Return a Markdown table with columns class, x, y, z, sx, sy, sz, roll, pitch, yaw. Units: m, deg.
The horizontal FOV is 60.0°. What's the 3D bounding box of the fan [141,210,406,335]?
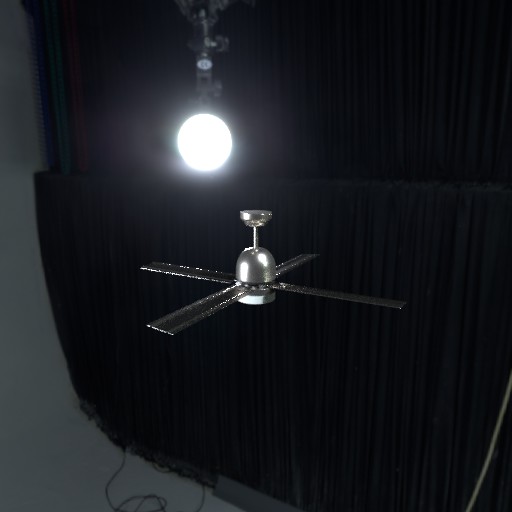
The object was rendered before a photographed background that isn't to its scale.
| class | x | y | z | sx | sy | sz | roll | pitch | yaw |
| --- | --- | --- | --- | --- | --- | --- | --- | --- | --- |
| fan | 0.000 | 0.000 | 2.050 | 1.346 | 0.406 | 1.346 | 7 | 14 | 27 |
